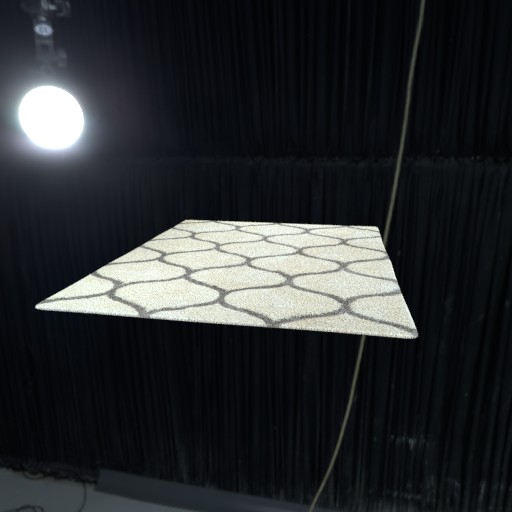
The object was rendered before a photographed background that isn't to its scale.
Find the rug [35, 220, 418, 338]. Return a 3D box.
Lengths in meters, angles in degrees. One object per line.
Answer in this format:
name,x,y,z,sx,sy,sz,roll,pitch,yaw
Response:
rug,0.000,0.000,4.088,2.399,0.026,3.000,3,16,10
